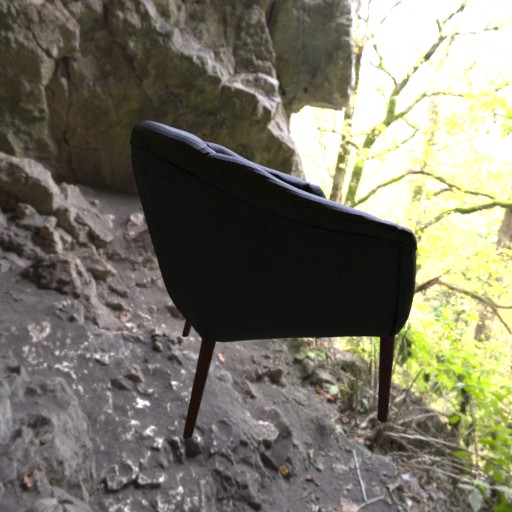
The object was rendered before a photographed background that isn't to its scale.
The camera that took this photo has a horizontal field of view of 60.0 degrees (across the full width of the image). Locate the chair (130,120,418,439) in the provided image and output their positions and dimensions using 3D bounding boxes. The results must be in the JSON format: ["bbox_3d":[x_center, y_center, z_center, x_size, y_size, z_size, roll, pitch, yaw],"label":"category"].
[{"bbox_3d":[0.000,0.000,1.514,0.776,0.885,0.851,-3,17,-9],"label":"chair"}]
